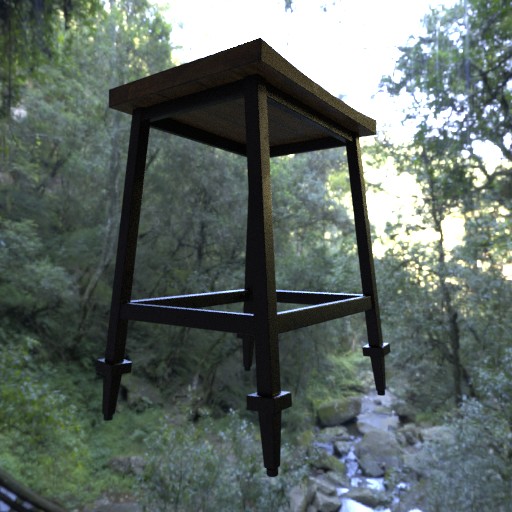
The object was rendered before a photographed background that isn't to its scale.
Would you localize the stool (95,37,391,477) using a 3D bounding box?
[{"bbox_3d":[0.000,0.000,0.923,0.405,0.625,0.486,0,0,35],"label":"stool"}]
